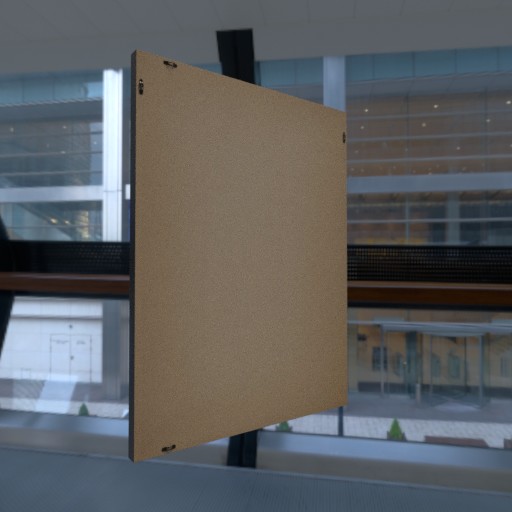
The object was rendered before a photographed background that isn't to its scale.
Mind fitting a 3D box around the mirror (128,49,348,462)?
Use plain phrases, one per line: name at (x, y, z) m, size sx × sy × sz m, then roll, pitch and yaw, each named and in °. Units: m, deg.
mirror at (0.000, 0.000, 1.327) m, size 0.762 × 1.016 × 0.041 m, roll 1°, pitch -2°, yaw -36°
